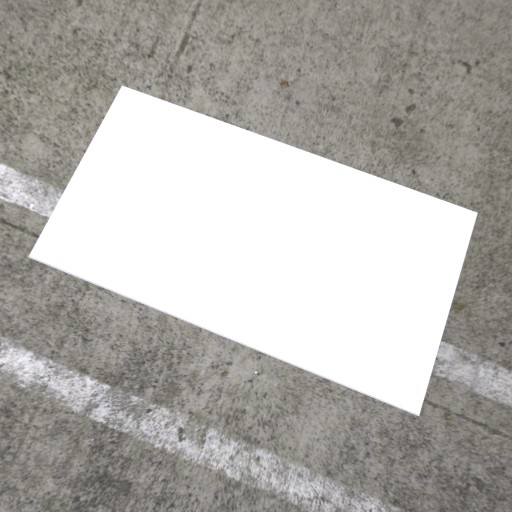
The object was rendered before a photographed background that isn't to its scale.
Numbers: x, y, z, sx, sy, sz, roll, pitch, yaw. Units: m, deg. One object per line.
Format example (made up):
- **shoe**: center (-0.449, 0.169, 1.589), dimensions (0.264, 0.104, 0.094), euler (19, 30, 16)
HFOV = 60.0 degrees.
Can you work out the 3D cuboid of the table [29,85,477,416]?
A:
- **table**: center (0.000, 0.000, 1.398), dimensions (1.067, 0.457, 0.559), euler (21, 76, 5)
